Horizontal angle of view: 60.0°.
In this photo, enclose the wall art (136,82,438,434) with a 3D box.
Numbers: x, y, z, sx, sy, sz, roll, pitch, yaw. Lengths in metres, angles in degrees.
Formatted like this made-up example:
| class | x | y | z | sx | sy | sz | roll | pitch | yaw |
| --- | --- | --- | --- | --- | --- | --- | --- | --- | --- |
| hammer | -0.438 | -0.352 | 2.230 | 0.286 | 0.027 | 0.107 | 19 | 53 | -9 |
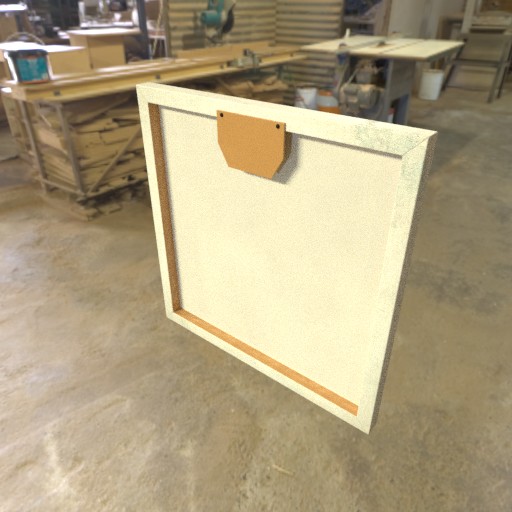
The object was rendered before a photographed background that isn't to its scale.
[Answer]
| class | x | y | z | sx | sy | sz | roll | pitch | yaw |
| --- | --- | --- | --- | --- | --- | --- | --- | --- | --- |
| wall art | 0.000 | 0.000 | 0.911 | 0.605 | 0.605 | 0.044 | 22 | 38 | 32 |
